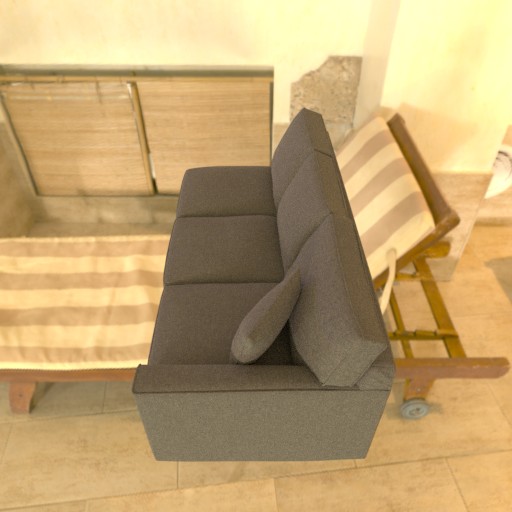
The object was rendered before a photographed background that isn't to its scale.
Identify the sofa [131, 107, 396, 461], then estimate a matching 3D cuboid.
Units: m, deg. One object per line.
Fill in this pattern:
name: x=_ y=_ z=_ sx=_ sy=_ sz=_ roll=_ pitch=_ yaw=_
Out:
sofa: x=0.000 y=0.000 z=2.527 sx=1.034 sy=0.946 sz=1.963 roll=0 pitch=41 yaw=-1
